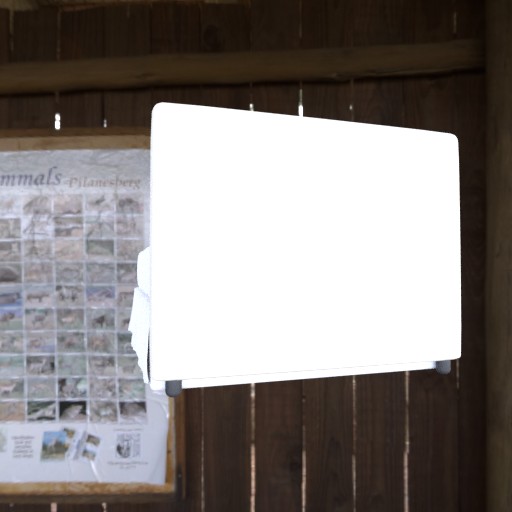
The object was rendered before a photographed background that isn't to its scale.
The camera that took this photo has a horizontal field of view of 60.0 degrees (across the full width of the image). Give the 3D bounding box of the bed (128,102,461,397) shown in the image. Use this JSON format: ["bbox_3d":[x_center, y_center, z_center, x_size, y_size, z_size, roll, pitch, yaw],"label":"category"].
[{"bbox_3d":[0.000,0.000,3.179,1.714,1.330,2.147,0,-2,-17],"label":"bed"}]
